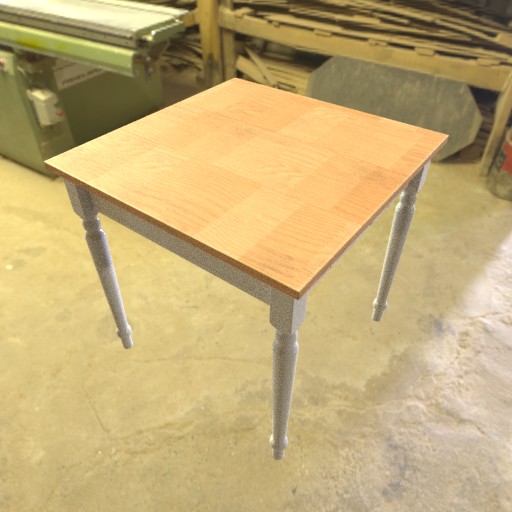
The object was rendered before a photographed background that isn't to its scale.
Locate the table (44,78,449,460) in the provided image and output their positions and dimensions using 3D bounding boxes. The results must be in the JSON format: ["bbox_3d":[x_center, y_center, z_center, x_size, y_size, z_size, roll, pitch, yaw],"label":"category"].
[{"bbox_3d":[0.000,0.000,1.385,0.747,0.738,0.747,26,47,27],"label":"table"}]
